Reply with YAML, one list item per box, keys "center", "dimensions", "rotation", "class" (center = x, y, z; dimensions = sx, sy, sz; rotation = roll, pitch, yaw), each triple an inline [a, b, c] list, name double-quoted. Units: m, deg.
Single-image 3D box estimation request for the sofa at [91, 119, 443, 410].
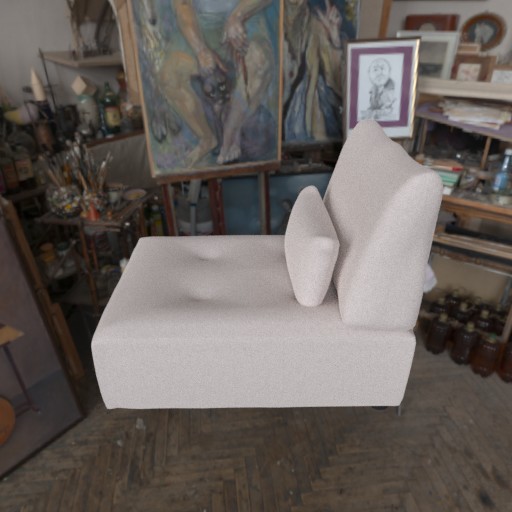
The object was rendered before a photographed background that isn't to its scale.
- center: [0.000, 0.000, 1.576]
  dimensions: [1.000, 0.820, 0.700]
  rotation: [0, 29, -1]
  class: "sofa"
